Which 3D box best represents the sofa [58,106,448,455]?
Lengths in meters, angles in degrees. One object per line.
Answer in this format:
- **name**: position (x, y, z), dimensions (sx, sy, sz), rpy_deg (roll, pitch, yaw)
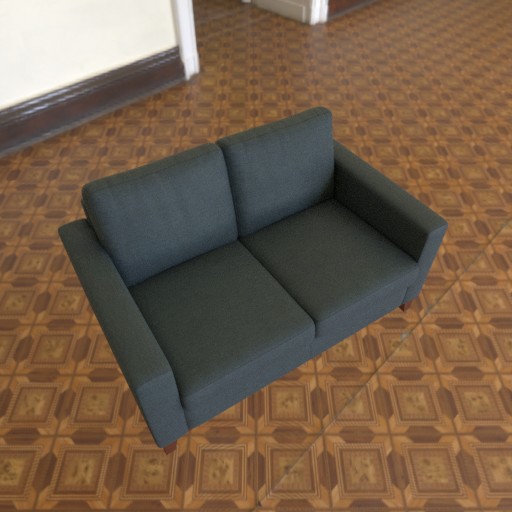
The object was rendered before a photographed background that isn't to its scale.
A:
- **sofa**: position (0.000, 0.000, 2.080), dimensions (1.489, 0.903, 0.955), rpy_deg (-25, 51, -22)
